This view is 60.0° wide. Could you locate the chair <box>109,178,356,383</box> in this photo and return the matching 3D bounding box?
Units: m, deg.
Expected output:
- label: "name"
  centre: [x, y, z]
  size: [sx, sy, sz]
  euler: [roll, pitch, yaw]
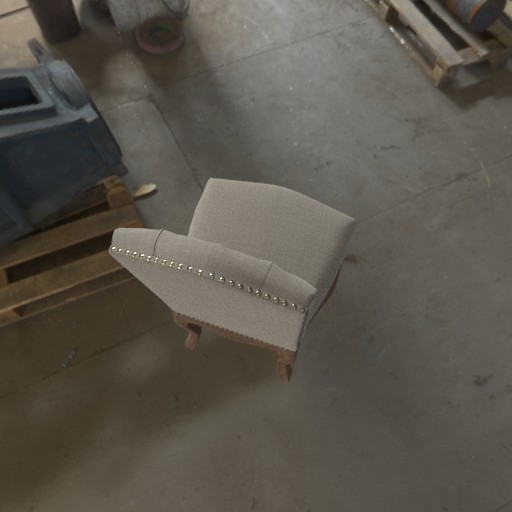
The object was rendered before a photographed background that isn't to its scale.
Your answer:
- label: "chair"
  centre: [0.000, 0.000, 1.599]
  size: [0.637, 1.191, 0.731]
  euler: [17, 64, 8]
